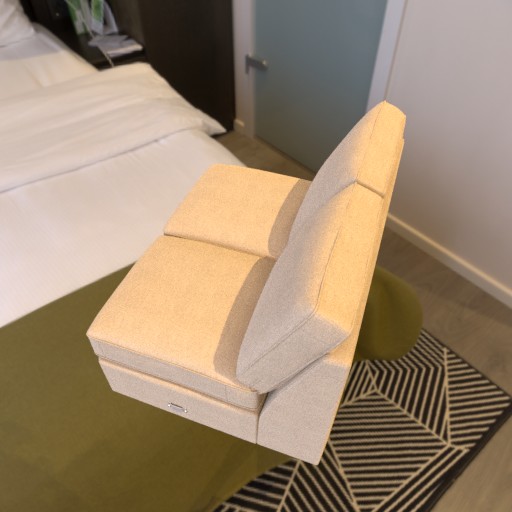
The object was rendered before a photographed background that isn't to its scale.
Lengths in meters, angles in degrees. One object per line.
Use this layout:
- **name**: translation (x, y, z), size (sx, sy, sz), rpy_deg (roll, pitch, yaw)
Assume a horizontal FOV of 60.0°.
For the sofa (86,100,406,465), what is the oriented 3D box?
- **sofa**: translation (0.000, 0.000, 1.939), size (0.978, 1.006, 1.232), rpy_deg (15, 48, 14)
